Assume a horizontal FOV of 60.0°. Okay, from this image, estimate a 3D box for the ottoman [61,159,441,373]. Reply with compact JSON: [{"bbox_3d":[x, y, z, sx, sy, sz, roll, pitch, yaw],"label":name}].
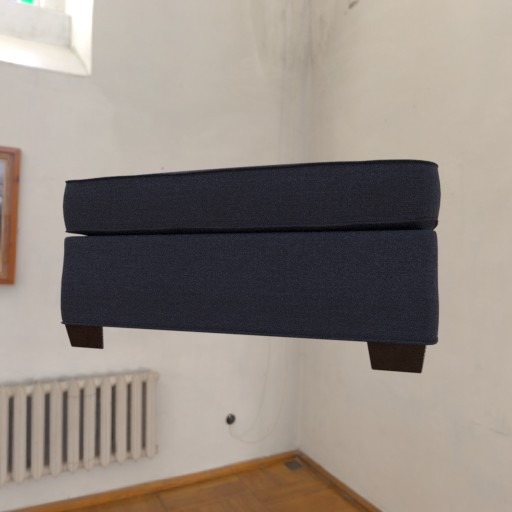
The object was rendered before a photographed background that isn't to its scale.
[{"bbox_3d":[0.000,0.000,1.191,0.895,0.453,0.505,0,0,18],"label":"ottoman"}]
